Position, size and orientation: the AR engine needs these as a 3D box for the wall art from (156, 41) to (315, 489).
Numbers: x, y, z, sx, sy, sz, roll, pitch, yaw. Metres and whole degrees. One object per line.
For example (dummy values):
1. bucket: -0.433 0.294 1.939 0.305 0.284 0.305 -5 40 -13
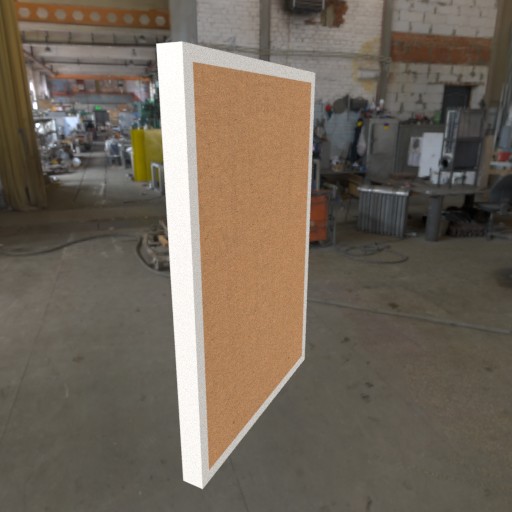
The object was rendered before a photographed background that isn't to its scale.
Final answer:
1. wall art: 0.000 0.000 0.531 0.025 0.428 0.293 9 20 26
